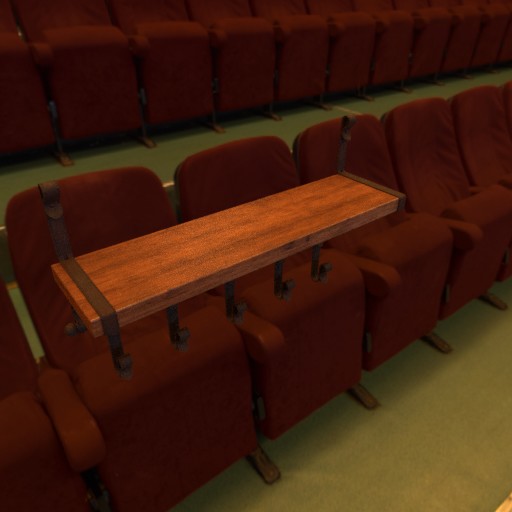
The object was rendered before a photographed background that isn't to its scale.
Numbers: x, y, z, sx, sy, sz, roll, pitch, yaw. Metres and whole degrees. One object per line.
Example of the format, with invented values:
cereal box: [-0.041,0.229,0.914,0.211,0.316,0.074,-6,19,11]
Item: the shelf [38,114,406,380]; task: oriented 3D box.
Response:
shelf: [0.000,0.000,0.689,0.567,0.330,0.146,-22,38,-31]
